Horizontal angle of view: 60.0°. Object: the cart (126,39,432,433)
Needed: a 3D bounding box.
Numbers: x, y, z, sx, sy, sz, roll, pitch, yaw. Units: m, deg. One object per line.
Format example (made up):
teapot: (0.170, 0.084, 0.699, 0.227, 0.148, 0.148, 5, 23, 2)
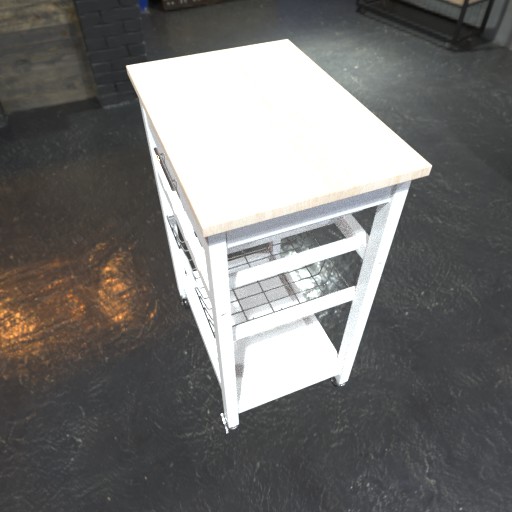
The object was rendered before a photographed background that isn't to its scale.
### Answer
cart: (0.000, 0.000, 1.189, 0.406, 0.857, 0.578, -17, 49, -15)
